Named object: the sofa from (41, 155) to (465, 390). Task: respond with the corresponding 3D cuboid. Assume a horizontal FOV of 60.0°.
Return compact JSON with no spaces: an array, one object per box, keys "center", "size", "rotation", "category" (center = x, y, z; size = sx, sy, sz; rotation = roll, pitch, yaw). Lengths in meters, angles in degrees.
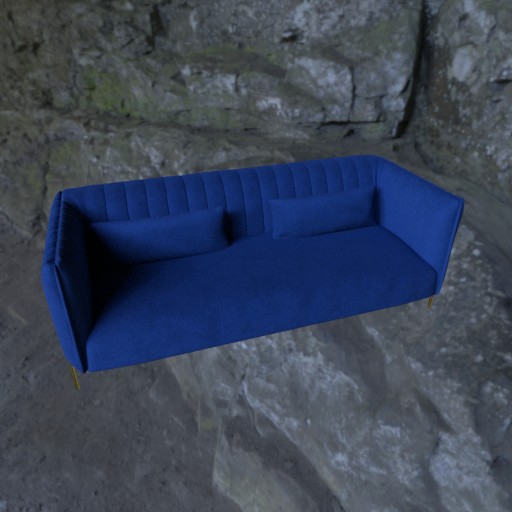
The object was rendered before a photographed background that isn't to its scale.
[{"center":[0.000,0.000,2.562],"size":[2.136,0.793,0.896],"rotation":[-10,32,-16],"category":"sofa"}]
